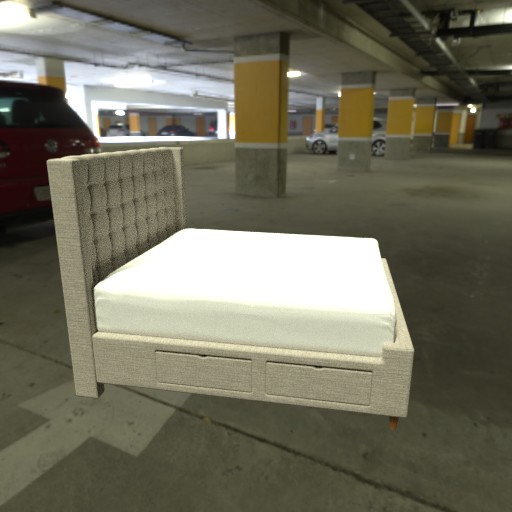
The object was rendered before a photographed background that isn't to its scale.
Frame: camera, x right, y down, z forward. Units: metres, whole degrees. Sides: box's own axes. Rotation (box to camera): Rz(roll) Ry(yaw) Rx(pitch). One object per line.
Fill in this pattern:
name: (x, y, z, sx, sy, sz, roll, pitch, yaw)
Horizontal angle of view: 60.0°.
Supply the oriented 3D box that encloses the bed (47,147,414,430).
bed: (0.000, 0.000, 3.816, 2.372, 1.748, 2.044, 3, 16, 11)
